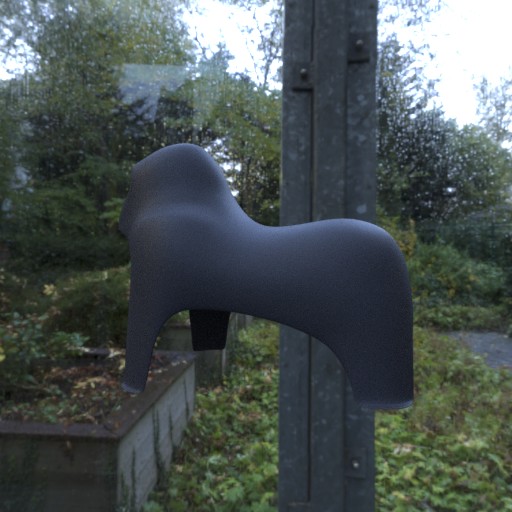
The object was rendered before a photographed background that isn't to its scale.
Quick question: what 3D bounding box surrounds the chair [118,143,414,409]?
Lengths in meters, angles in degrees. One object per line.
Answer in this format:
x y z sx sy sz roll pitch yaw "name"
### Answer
0.000 0.000 1.137 0.758 0.600 0.490 0 0 17 "chair"
